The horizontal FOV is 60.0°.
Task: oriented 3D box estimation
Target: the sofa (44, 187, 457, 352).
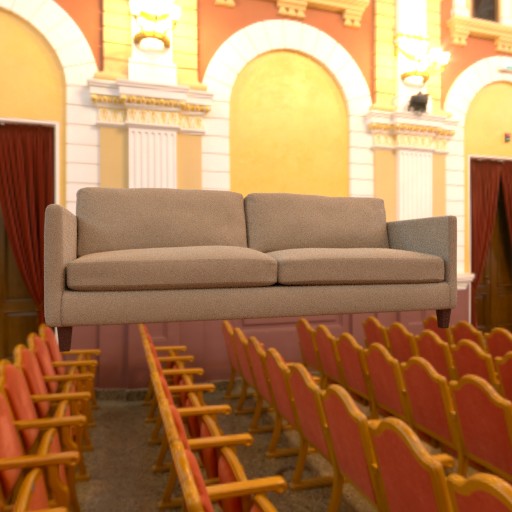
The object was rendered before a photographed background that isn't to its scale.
[{"bbox_3d":[0.000,0.000,2.891,2.404,0.912,0.988,0,1,-17],"label":"sofa"}]
